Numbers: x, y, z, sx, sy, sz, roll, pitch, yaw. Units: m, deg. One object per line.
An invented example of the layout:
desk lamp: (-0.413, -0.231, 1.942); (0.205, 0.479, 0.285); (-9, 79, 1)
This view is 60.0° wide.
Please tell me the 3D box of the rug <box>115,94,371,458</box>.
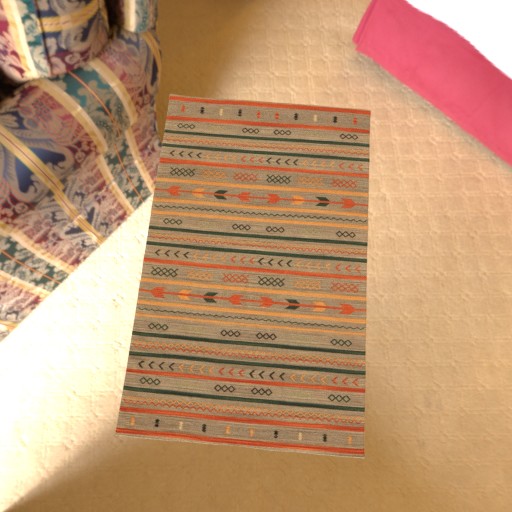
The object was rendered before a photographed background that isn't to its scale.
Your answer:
rug: (0.000, 0.000, 3.041); (1.537, 0.029, 2.439); (5, 74, 1)
